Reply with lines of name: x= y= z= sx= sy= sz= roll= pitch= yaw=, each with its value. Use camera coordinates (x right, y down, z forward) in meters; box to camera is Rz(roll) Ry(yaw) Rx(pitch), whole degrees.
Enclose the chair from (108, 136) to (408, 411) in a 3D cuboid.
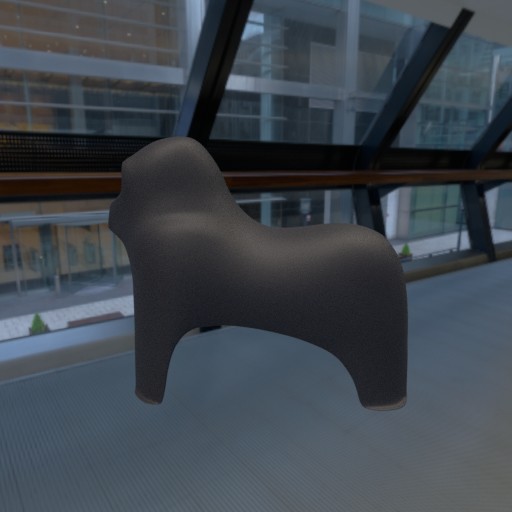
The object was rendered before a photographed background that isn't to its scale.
chair: x=0.000 y=0.000 z=1.147 sx=0.758 sy=0.600 sz=0.490 roll=2 pitch=13 yaw=8
